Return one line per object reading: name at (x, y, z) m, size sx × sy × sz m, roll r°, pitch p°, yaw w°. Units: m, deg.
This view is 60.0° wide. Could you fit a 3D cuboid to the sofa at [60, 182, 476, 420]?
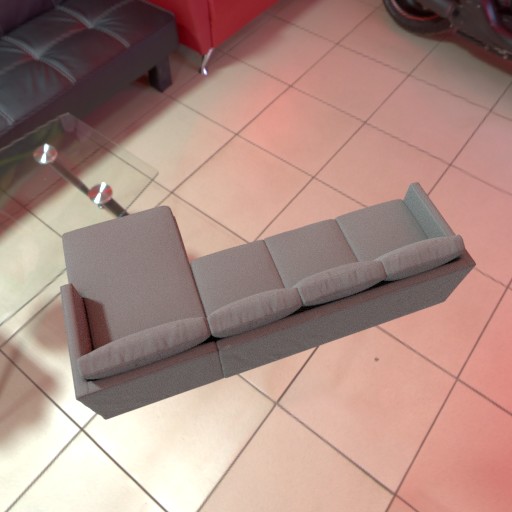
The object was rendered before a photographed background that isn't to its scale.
sofa at (0.000, 0.000, 3.863) m, size 3.177 × 0.867 × 1.622 m, roll -17°, pitch 60°, yaw -10°
